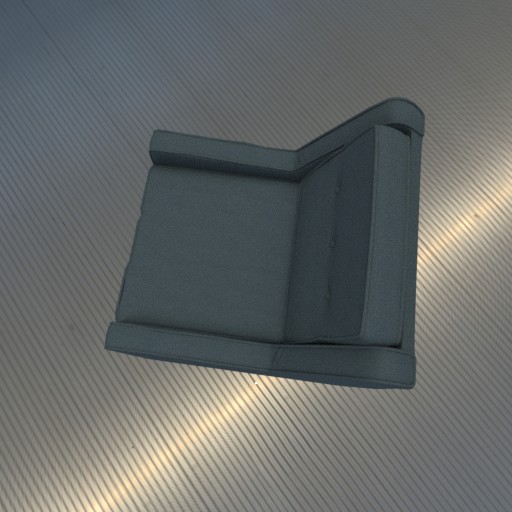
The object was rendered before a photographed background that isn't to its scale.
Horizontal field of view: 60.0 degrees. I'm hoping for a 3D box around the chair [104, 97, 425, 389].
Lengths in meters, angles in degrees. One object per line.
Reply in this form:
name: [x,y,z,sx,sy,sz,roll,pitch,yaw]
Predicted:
chair: [0.000,0.000,1.301,0.733,0.780,0.663,7,74,2]
